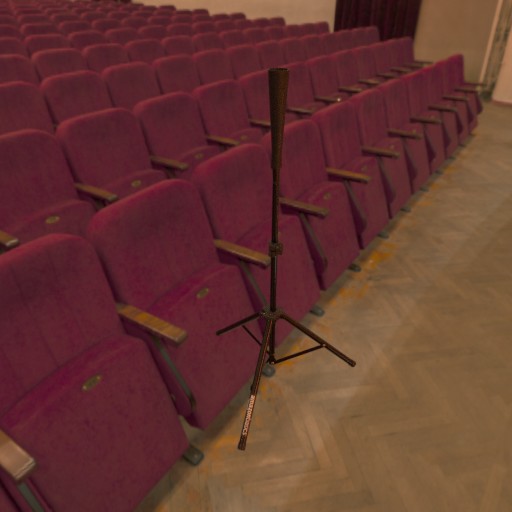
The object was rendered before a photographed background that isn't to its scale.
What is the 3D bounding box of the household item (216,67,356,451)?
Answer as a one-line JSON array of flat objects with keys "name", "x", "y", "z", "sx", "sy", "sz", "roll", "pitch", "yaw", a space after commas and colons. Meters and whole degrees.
[{"name": "household item", "x": 0.000, "y": 0.000, "z": 1.365, "sx": 0.559, "sy": 1.067, "sz": 0.559, "roll": 19, "pitch": 35, "yaw": 28}]
